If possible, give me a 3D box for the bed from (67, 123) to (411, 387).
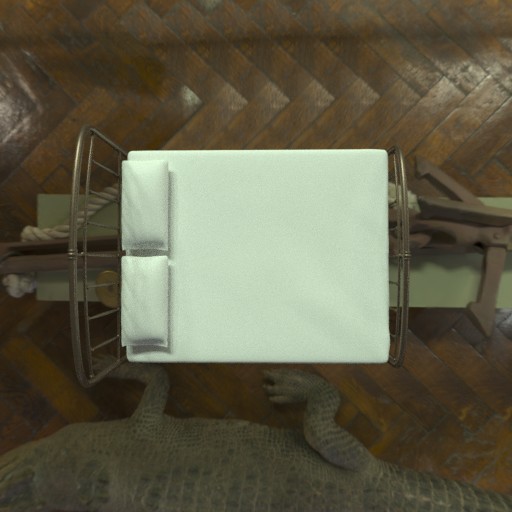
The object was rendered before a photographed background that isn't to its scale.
[{"bbox_3d":[0.000,0.000,3.269,2.168,1.475,1.711,0,89,1],"label":"bed"}]
